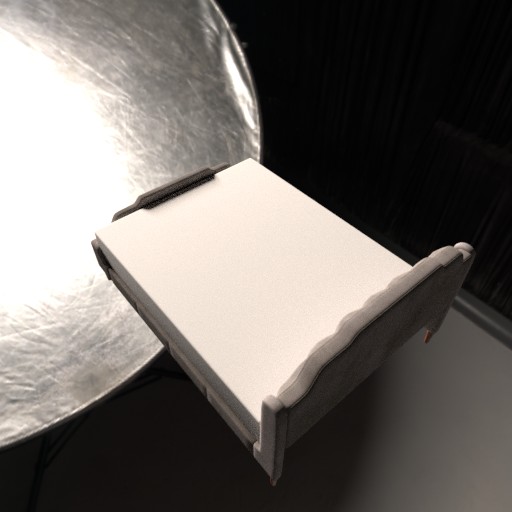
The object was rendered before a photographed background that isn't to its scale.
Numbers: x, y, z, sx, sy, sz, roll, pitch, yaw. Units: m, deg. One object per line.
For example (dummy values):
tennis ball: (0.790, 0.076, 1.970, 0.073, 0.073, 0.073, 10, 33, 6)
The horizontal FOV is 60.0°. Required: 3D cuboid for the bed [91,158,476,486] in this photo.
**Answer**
bed: (0.000, 0.000, 3.302, 1.676, 1.245, 2.340, -31, 53, -27)
